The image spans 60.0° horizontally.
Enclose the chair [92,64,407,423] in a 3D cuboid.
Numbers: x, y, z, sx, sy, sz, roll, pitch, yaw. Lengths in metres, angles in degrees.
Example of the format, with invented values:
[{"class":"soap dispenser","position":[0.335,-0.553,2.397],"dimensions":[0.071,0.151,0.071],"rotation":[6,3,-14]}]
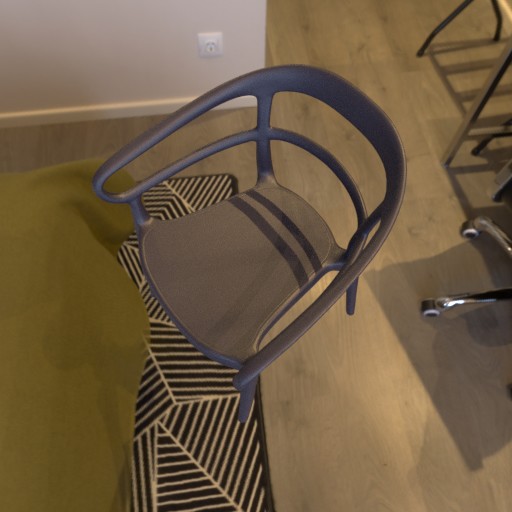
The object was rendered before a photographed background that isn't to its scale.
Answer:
[{"class":"chair","position":[0.000,0.000,1.122],"dimensions":[0.527,0.761,0.559],"rotation":[-34,68,-16]}]
